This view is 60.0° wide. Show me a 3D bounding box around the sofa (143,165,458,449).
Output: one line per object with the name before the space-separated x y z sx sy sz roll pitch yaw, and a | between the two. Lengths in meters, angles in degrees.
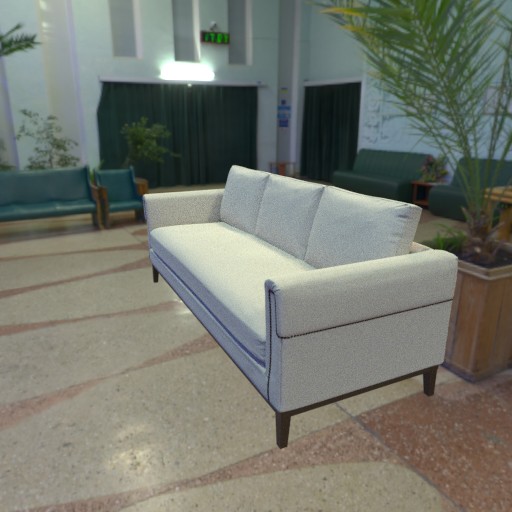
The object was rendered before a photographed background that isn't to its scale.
sofa | 0.000 0.000 2.711 0.902 0.911 2.198 -8 19 -25
